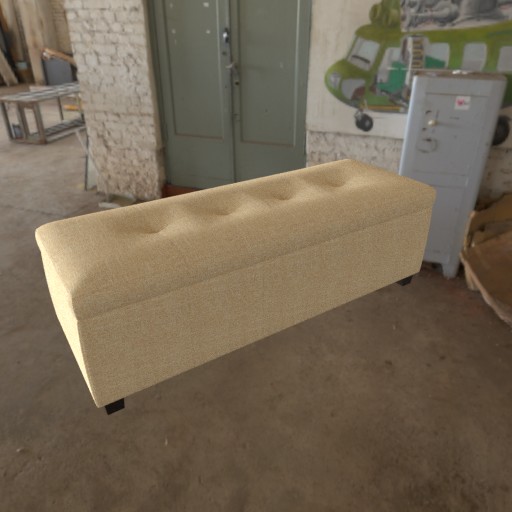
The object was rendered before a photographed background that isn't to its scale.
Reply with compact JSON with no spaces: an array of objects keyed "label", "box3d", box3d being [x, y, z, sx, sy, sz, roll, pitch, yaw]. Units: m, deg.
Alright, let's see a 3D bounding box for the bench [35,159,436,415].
[{"label":"bench","box3d":[0.000,0.000,1.461,1.219,0.406,0.432,-17,33,-29]}]
